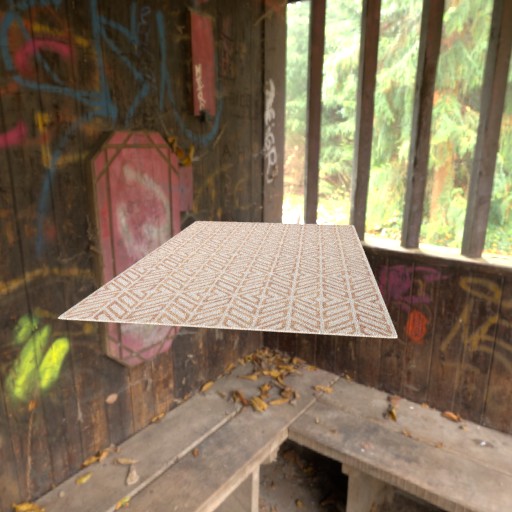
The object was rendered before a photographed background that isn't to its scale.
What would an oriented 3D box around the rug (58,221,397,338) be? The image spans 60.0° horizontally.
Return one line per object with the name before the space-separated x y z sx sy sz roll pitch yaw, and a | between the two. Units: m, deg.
rug | 0.000 0.000 3.103 1.523 0.008 2.438 2 15 7
